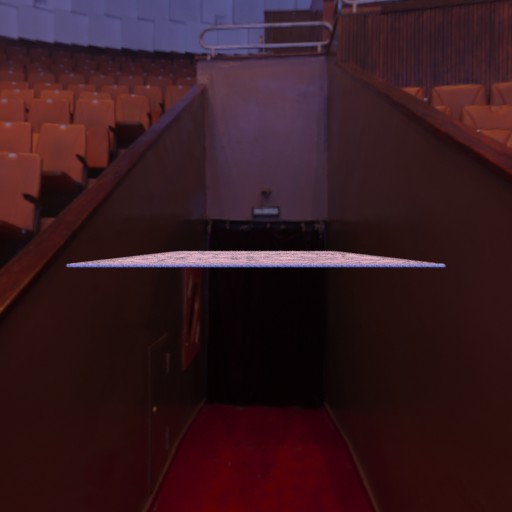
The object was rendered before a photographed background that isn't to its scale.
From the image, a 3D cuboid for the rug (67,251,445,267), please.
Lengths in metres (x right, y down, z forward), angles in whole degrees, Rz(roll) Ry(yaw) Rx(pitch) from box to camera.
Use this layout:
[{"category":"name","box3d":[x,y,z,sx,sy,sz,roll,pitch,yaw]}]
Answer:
[{"category":"rug","box3d":[0.000,0.000,3.001,1.526,0.012,2.444,0,2,0]}]
